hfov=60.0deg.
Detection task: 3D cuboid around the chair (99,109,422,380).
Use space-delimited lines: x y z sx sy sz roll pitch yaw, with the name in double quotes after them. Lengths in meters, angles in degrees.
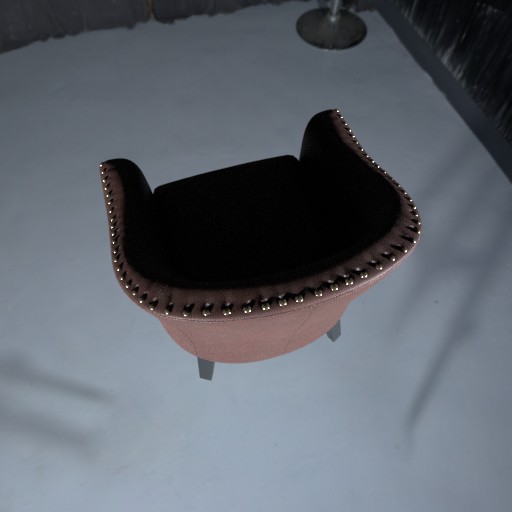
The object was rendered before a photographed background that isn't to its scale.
0.000 0.000 1.423 0.794 0.823 0.748 -15 61 -9 "chair"
